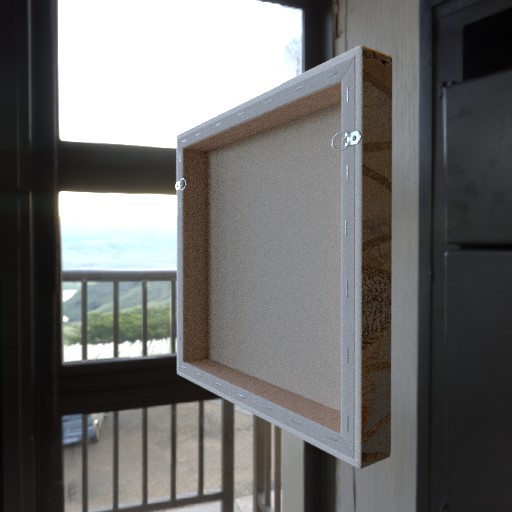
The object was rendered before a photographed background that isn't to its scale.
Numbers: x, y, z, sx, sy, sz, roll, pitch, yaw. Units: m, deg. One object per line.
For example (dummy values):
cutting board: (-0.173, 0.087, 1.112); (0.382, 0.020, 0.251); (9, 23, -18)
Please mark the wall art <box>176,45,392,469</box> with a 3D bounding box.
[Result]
wall art: (0.000, 0.000, 0.447); (0.036, 0.304, 0.303); (-1, 1, -35)
